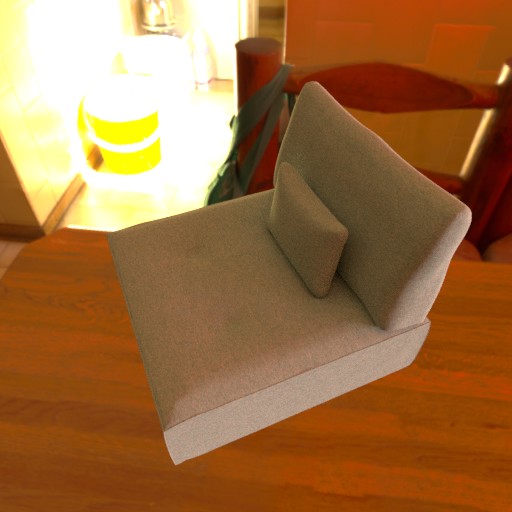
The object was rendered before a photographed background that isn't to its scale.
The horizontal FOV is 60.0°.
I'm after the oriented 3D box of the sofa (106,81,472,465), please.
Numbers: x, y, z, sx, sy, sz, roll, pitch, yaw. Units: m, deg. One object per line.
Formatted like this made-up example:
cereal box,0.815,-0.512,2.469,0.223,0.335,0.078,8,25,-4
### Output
sofa,0.000,0.000,1.659,1.000,0.820,0.930,-17,48,-16
